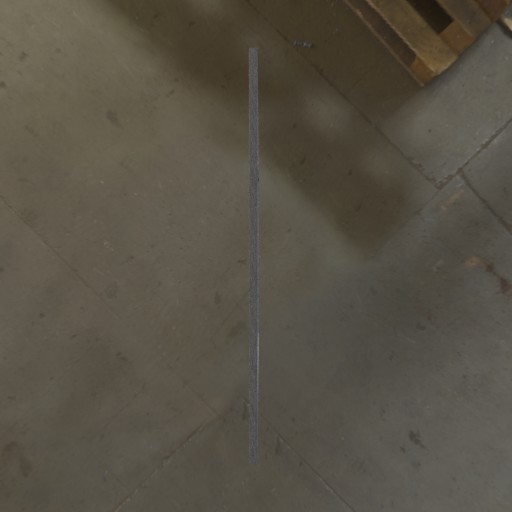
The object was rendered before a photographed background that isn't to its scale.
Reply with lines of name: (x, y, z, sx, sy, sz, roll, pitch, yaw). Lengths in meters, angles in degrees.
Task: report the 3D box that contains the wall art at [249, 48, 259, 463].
wall art: (0.000, 0.000, 1.423, 0.016, 1.116, 0.810, 0, 90, 1)
